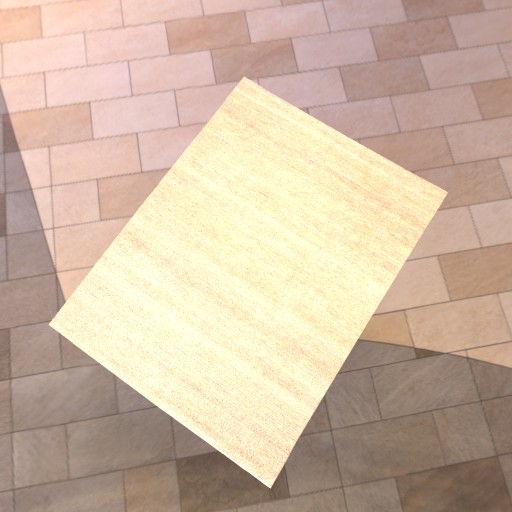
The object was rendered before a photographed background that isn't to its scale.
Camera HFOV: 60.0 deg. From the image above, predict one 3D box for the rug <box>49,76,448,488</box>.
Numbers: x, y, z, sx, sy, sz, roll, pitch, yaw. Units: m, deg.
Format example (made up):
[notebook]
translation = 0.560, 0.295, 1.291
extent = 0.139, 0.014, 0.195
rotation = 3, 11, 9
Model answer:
[rug]
translation = 0.000, 0.000, 4.263
extent = 2.467, 0.046, 3.245
rotation = 33, 77, 8
